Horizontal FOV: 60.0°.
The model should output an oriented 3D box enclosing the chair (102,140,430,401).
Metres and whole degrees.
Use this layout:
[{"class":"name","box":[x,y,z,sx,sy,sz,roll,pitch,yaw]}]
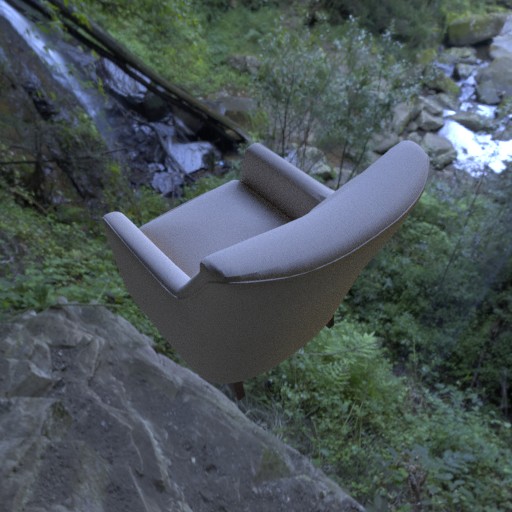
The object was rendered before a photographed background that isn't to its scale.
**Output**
[{"class":"chair","box":[0.000,0.000,1.586,0.756,0.916,0.879,-32,55,-26]}]
